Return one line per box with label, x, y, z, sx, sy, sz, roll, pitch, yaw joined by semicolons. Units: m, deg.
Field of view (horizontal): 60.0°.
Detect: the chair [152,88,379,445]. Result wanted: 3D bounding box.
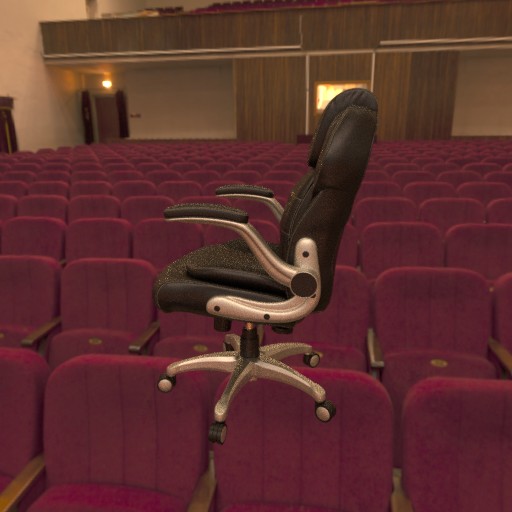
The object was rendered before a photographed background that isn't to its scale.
chair;0.000;0.000;1.660;0.801;1.141;0.724;2;14;9
